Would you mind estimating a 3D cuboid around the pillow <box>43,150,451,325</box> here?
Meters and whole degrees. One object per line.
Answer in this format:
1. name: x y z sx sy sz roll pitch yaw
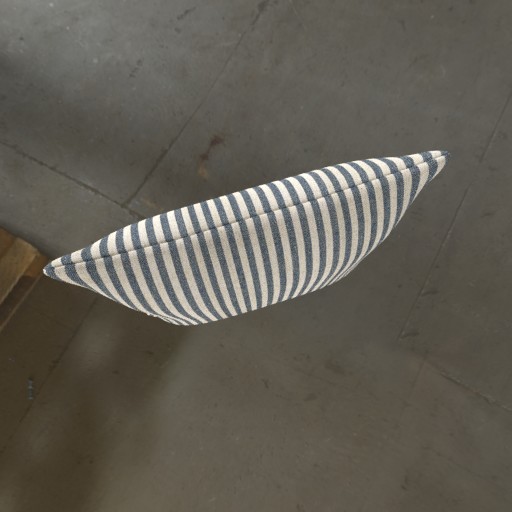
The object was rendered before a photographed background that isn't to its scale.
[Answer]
1. pillow: 0.000 0.000 0.782 0.523 0.510 0.166 -17 77 -4
